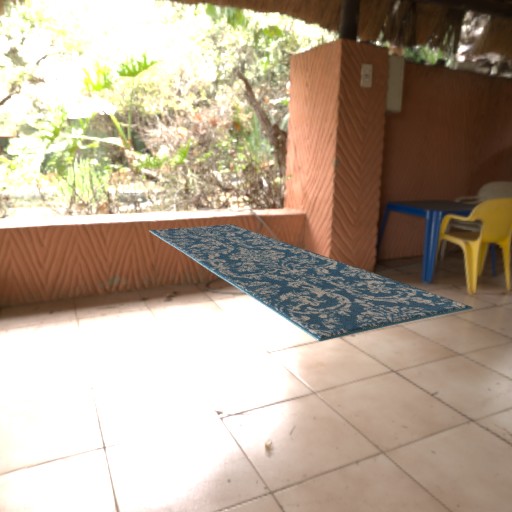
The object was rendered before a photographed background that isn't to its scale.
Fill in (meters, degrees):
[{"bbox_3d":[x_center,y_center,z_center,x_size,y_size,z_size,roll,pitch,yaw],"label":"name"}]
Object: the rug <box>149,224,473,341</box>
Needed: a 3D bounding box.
[{"bbox_3d":[0.000,0.000,2.410,0.662,0.011,2.196,-6,14,-25],"label":"rug"}]
